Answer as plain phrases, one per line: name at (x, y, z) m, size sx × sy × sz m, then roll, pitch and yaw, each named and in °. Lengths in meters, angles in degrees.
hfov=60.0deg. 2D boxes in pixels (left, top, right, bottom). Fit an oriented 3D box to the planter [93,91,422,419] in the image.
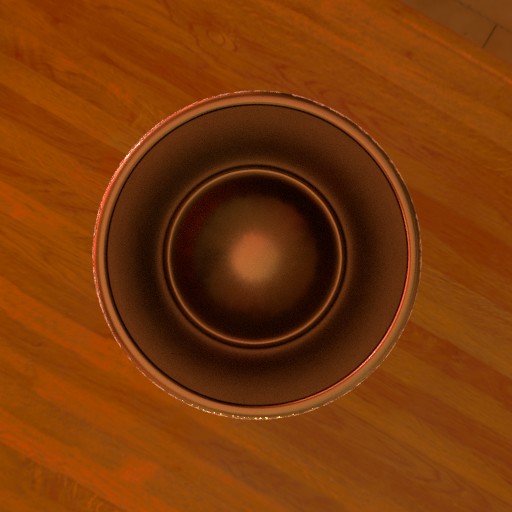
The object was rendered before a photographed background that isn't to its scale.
planter at (0.000, 0.000, 0.389) m, size 0.221 × 0.201 × 0.221 m, roll 0°, pitch 89°, yaw -1°
